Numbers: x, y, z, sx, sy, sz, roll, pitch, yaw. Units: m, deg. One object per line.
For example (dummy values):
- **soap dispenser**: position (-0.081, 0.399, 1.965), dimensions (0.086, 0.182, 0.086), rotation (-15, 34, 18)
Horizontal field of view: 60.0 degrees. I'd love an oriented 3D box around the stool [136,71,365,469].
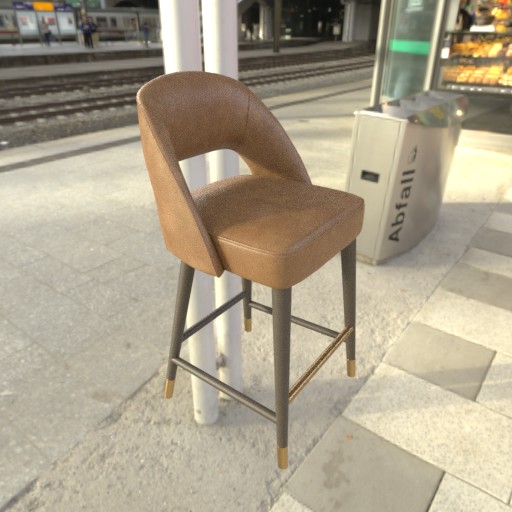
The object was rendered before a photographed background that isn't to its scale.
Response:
- **stool**: position (0.000, 0.000, 1.248), dimensions (0.509, 0.940, 0.494), rotation (18, 32, 31)
